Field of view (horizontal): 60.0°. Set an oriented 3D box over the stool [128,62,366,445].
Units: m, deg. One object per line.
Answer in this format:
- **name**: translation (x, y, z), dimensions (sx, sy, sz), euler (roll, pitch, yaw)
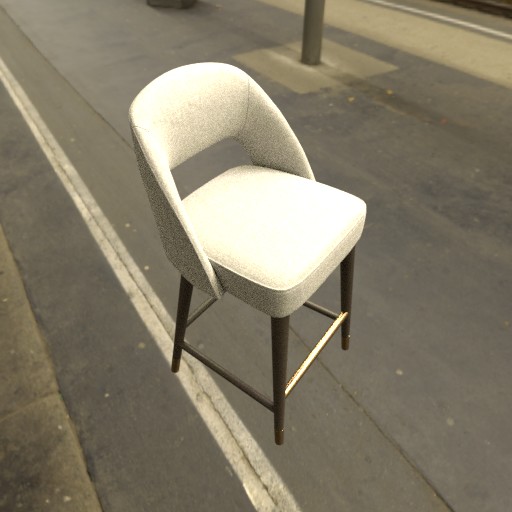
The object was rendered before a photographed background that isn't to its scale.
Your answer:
- **stool**: translation (0.000, 0.000, 1.265), dimensions (0.509, 0.940, 0.494), euler (25, 47, 26)
